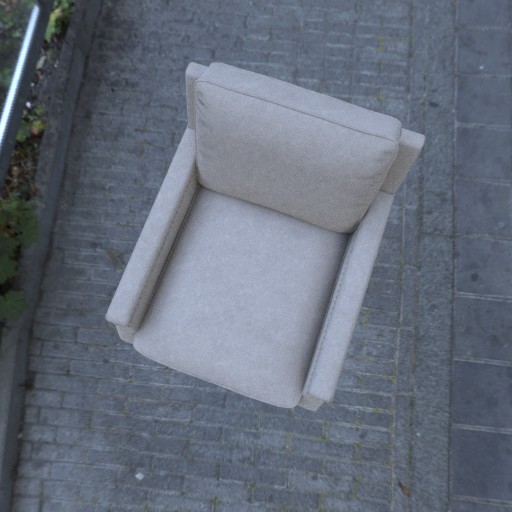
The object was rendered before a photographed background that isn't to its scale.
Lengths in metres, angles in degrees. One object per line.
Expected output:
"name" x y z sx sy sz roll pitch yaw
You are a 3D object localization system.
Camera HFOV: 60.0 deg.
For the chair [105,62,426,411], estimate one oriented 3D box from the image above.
"chair" 0.000 0.000 1.710 0.853 0.943 1.014 19 77 4
